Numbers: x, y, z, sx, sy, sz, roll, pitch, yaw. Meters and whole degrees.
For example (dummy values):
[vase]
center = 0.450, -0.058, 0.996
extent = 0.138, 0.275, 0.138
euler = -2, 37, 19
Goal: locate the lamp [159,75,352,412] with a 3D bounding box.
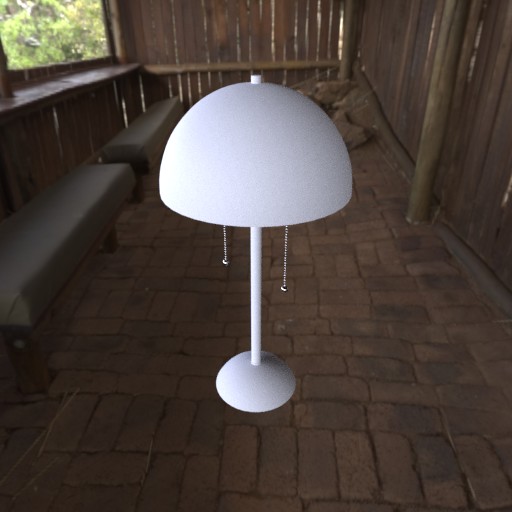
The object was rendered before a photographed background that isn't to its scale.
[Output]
[lamp]
center = 0.000, 0.000, 0.435
extent = 0.171, 0.330, 0.171
euler = 0, 29, 0
